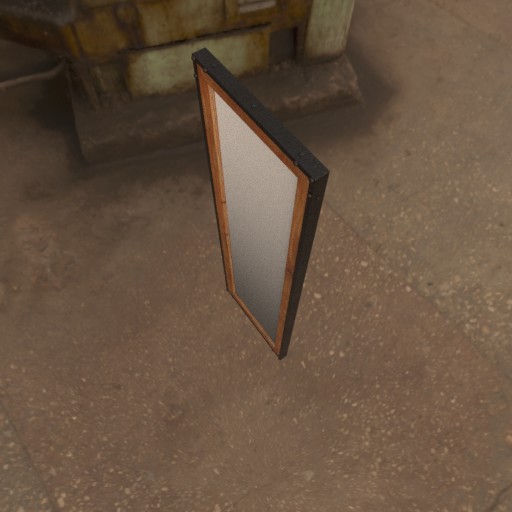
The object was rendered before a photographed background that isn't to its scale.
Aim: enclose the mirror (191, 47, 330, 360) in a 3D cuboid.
[{"bbox_3d":[0.000,0.000,1.214,0.042,1.080,0.354,-33,67,-16],"label":"mirror"}]
